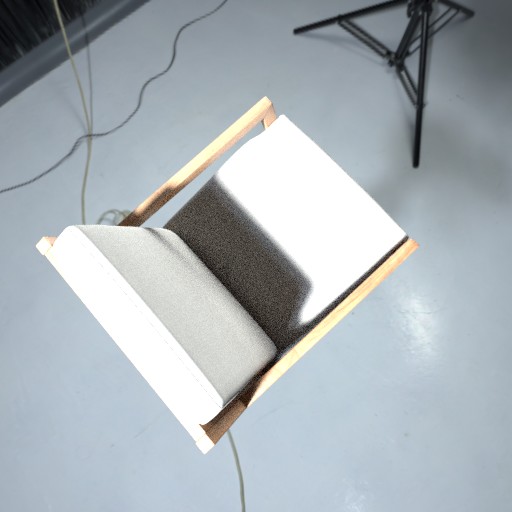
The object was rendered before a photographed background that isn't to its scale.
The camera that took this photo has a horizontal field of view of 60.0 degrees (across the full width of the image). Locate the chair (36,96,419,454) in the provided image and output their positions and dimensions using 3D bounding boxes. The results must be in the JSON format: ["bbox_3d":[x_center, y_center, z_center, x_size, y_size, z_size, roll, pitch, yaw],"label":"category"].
[{"bbox_3d":[0.000,0.000,1.385,0.857,0.790,0.622,-41,79,-9],"label":"chair"}]
